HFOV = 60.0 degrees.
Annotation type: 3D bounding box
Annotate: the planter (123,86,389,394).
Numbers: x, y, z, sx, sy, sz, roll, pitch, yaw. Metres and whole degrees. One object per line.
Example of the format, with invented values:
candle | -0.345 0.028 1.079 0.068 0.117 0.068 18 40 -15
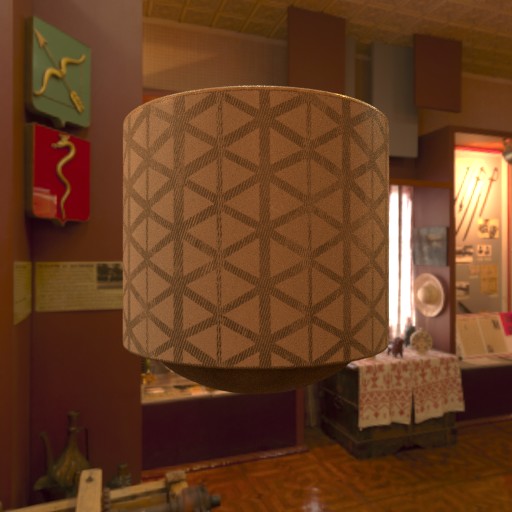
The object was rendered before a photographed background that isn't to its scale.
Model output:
planter | 0.000 0.000 0.330 0.190 0.181 0.190 0 0 0
